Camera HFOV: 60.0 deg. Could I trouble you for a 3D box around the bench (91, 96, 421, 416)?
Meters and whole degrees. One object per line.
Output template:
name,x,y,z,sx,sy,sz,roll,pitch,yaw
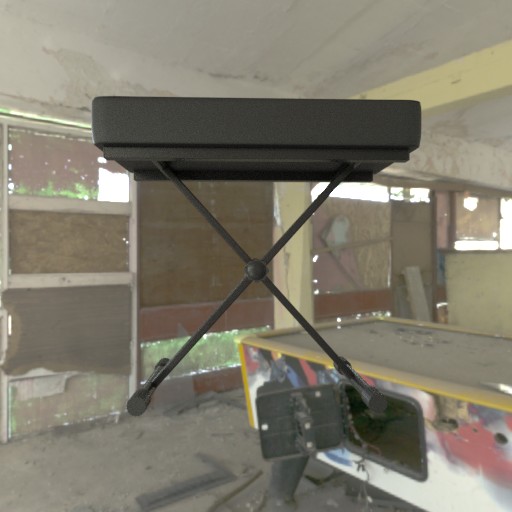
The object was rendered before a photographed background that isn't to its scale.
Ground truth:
bench,0.000,0.000,0.932,0.600,0.561,0.300,0,0,-2
